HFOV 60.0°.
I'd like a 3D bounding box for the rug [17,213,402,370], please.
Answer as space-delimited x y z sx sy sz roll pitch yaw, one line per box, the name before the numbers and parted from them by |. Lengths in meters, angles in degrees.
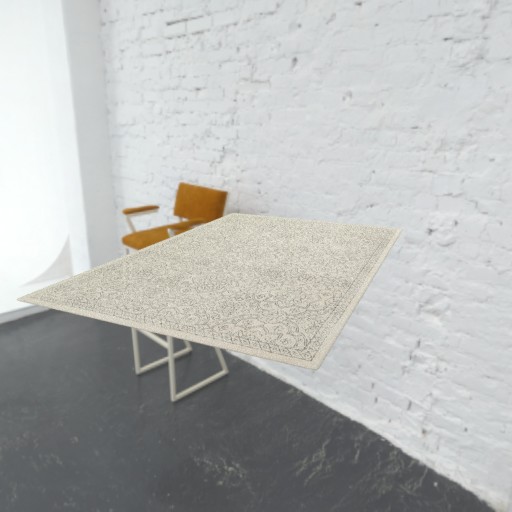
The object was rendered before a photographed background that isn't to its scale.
rug | 0.000 0.000 2.844 1.524 0.011 2.286 8 19 24
